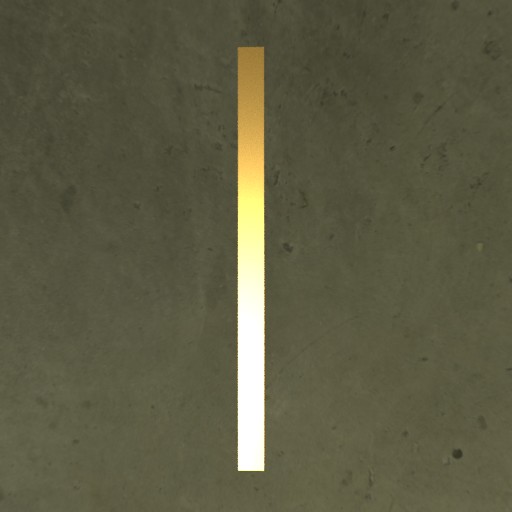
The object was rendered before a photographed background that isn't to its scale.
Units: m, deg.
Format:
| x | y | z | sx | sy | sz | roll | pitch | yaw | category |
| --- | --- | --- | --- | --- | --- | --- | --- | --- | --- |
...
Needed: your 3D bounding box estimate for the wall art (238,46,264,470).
| x | y | z | sx | sy | sz | roll | pitch | yaw | category |
| --- | --- | --- | --- | --- | --- | --- | --- | --- | --- |
| 0.000 | 0.000 | 1.018 | 0.038 | 0.762 | 0.610 | 0 | 91 | 1 | wall art |
